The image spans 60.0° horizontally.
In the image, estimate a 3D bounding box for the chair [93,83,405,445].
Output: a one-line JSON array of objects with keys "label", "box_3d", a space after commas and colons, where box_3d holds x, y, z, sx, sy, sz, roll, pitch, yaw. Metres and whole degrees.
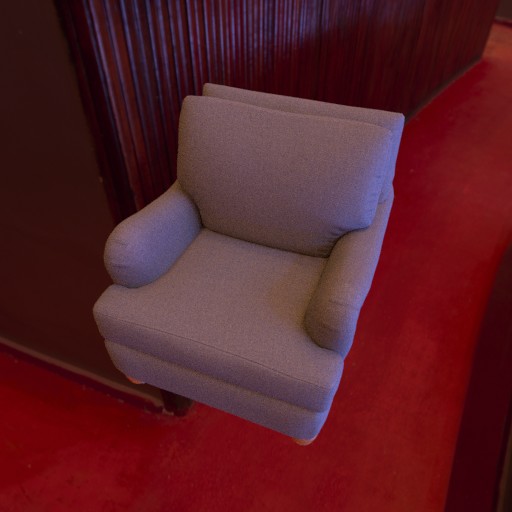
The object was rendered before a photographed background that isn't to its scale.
[{"label": "chair", "box_3d": [0.000, 0.000, 1.837, 0.955, 1.038, 1.070, 15, 45, 15]}]
